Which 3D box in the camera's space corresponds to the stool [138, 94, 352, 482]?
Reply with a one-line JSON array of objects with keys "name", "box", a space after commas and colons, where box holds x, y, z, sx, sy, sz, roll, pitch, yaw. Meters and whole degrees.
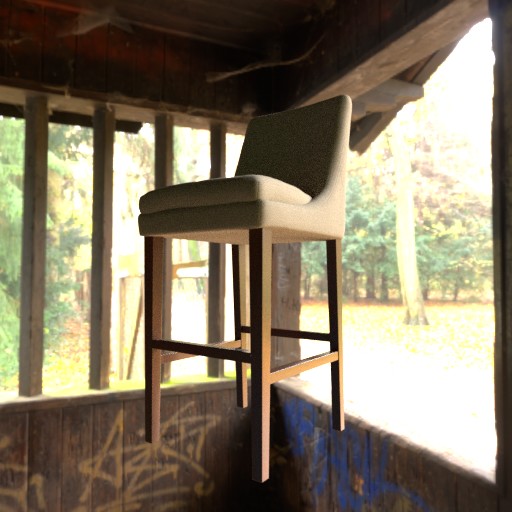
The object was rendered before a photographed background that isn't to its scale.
[{"name": "stool", "box": [0.000, 0.000, 1.377, 0.470, 1.078, 0.577, -2, -3, 37]}]
